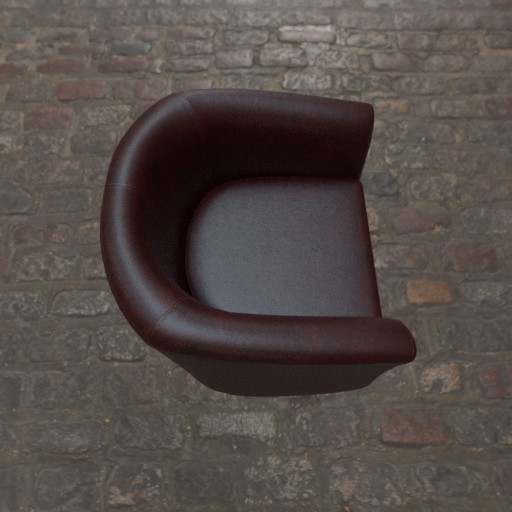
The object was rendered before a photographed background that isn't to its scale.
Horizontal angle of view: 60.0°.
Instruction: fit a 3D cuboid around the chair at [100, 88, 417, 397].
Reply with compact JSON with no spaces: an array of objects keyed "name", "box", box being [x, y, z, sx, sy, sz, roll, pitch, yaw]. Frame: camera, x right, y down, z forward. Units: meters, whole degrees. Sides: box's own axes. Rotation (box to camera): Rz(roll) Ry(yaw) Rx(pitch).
[{"name":"chair","box":[0.000,0.000,1.369,0.727,0.756,0.792,-1,63,0]}]
